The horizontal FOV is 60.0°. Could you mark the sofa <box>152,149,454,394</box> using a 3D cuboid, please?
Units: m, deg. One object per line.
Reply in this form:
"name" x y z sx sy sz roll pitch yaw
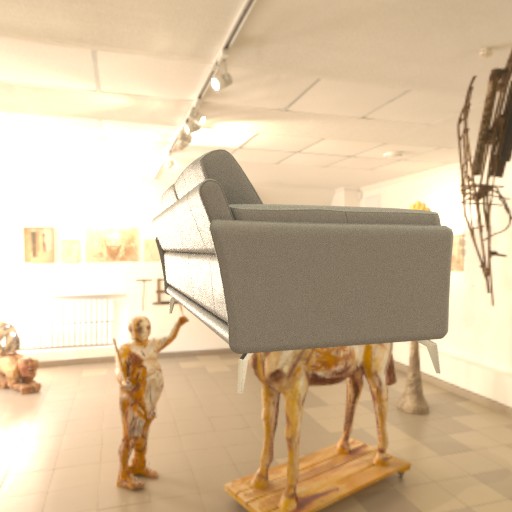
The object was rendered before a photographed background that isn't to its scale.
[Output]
"sofa" 0.000 0.000 2.626 1.049 0.930 2.101 0 1 -18
